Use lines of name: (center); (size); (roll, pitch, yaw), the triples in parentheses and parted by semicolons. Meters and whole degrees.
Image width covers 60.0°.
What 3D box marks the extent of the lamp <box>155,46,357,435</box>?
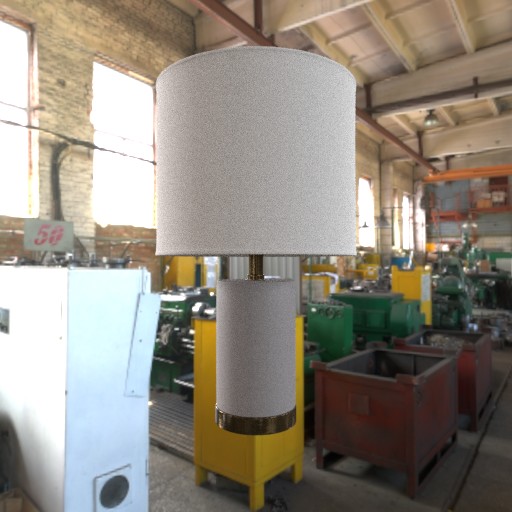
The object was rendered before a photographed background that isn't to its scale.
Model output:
lamp: (0.000, 0.000, 0.516); (0.229, 0.380, 0.229); (0, -1, 0)
